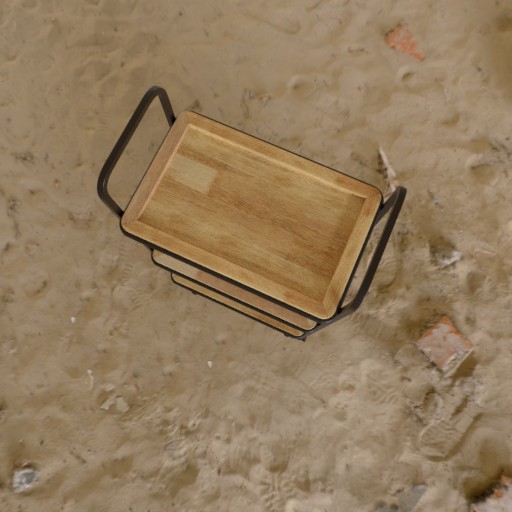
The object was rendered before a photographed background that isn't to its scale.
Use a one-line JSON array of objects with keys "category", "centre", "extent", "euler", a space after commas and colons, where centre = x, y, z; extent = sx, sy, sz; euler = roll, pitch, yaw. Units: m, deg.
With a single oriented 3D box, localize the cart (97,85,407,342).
[{"category": "cart", "centre": [0.000, 0.000, 1.322], "extent": [0.545, 1.080, 0.321], "euler": [24, 78, 6]}]
